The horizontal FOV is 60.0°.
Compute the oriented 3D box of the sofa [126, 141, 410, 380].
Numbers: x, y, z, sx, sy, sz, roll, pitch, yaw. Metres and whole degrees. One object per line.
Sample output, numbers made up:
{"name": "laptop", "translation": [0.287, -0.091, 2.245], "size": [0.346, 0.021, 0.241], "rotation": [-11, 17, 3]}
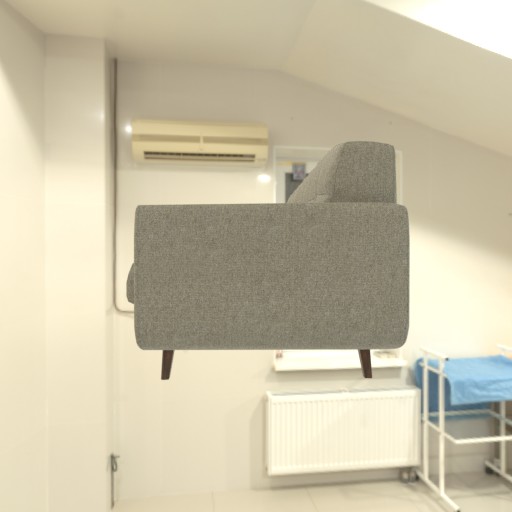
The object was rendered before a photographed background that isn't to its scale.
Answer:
{"name": "sofa", "translation": [0.000, 0.000, 2.469], "size": [0.968, 0.873, 2.055], "rotation": [0, 1, -2]}
